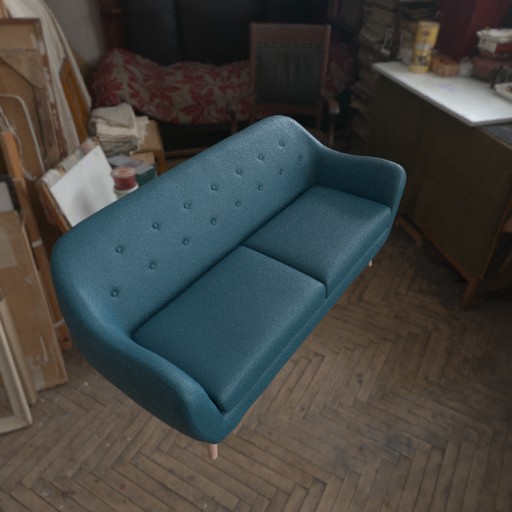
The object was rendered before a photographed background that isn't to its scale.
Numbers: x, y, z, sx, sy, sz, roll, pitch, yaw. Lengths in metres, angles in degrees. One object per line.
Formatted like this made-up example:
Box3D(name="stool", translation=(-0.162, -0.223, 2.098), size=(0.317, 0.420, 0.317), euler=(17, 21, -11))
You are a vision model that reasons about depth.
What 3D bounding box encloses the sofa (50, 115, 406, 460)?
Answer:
Box3D(name="sofa", translation=(0.000, 0.000, 2.206), size=(0.820, 0.836, 1.840), euler=(25, 46, 27))
